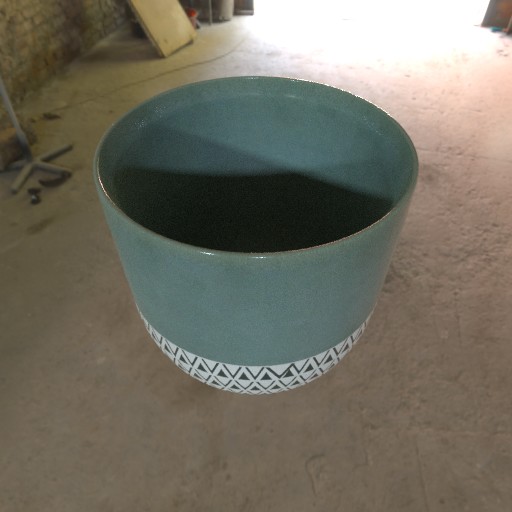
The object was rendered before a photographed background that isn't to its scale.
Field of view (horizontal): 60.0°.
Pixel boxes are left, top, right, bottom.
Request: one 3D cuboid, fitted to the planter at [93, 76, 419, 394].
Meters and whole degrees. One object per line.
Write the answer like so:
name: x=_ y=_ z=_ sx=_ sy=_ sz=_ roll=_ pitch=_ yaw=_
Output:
planter: x=0.000 y=0.000 z=0.468 sx=0.266 sy=0.270 sz=0.266 roll=0 pitch=46 yaw=0
